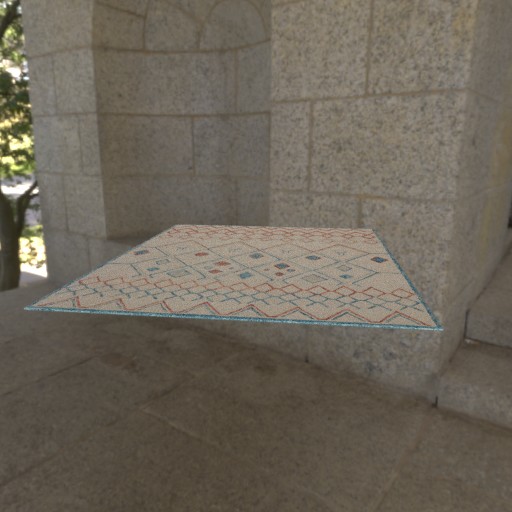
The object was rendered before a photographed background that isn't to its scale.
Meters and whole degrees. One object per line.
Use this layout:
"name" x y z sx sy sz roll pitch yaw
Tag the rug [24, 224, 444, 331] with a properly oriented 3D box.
"rug" 0.000 0.000 3.995 2.441 0.016 3.050 2 14 7
